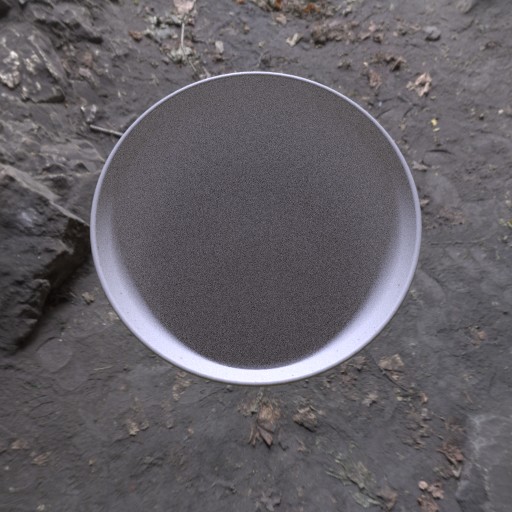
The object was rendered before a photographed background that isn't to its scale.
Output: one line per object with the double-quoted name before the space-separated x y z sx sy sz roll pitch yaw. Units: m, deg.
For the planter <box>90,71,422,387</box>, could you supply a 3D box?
"planter" 0.000 0.000 0.485 0.268 0.270 0.268 0 76 0
